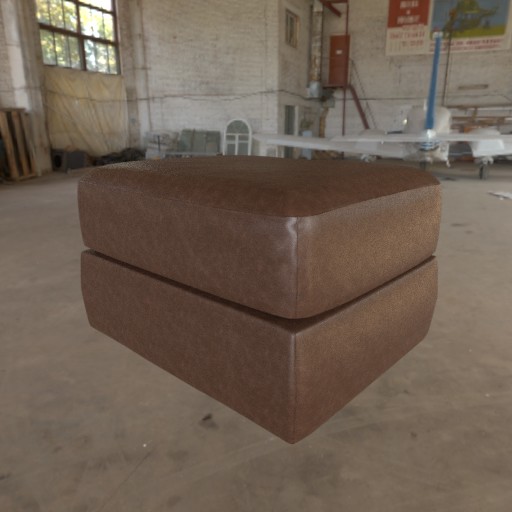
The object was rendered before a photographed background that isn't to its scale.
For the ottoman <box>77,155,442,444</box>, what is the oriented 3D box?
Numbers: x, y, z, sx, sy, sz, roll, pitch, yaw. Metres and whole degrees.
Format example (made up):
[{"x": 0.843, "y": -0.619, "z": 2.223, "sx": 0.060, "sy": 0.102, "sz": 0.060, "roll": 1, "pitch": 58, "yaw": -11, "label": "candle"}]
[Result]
[{"x": 0.000, "y": 0.000, "z": 1.132, "sx": 0.751, "sy": 0.476, "sz": 0.603, "roll": 15, "pitch": 22, "yaw": 40, "label": "ottoman"}]
